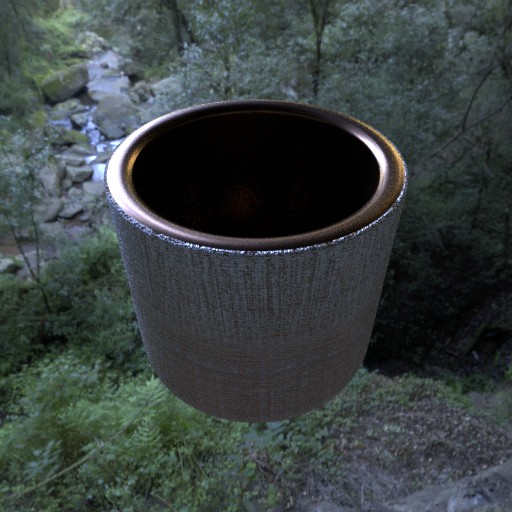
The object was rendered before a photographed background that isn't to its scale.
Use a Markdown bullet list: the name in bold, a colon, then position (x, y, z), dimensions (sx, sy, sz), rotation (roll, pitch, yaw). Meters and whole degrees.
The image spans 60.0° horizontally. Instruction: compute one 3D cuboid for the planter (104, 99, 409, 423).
- **planter**: position (0.000, 0.000, 0.191), dimensions (0.109, 0.096, 0.109), rotation (0, 42, 0)
